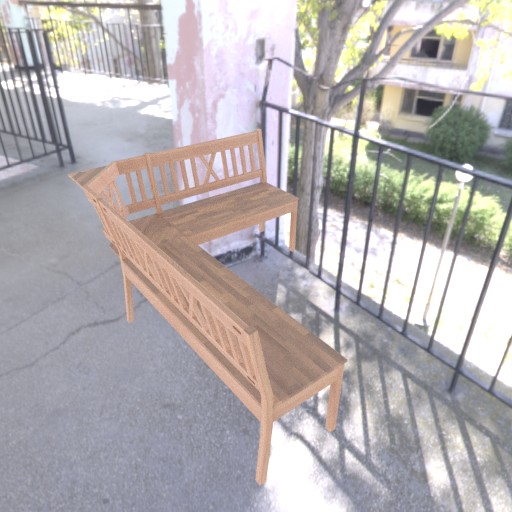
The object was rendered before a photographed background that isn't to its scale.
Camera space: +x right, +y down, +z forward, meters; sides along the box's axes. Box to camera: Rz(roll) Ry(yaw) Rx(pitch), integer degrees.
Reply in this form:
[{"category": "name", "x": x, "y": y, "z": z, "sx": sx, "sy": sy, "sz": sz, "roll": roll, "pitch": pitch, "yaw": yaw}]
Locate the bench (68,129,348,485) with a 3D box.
[{"category": "bench", "x": 0.000, "y": 0.000, "z": 2.747, "sx": 1.537, "sy": 0.902, "sz": 1.937, "roll": -22, "pitch": 37, "yaw": -31}]
